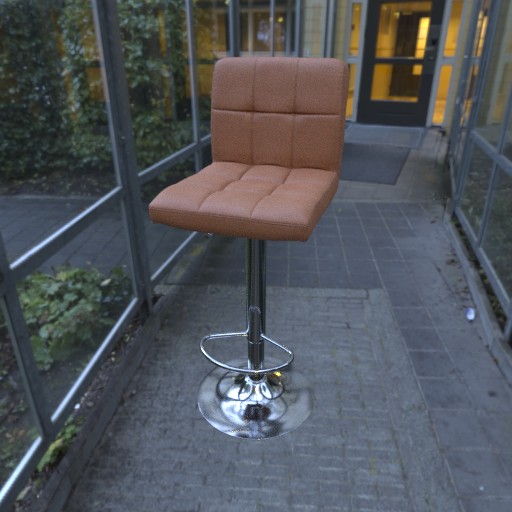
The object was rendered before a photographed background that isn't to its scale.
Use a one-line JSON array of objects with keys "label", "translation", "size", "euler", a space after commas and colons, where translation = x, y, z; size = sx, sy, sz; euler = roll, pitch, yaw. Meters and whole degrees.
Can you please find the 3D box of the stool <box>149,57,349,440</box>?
[{"label": "stool", "translation": [0.000, 0.000, 1.373], "size": [0.430, 1.115, 0.505], "euler": [8, 27, 16]}]
